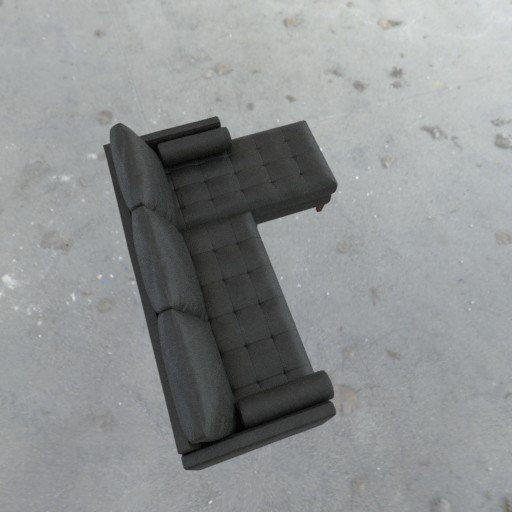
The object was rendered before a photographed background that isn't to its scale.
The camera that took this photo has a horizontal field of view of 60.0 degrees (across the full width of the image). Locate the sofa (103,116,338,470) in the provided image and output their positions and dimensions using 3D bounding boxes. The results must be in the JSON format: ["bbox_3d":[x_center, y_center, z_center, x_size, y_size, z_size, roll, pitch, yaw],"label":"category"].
[{"bbox_3d":[0.000,0.000,2.893,1.497,0.876,2.178,-17,65,-8],"label":"sofa"}]
